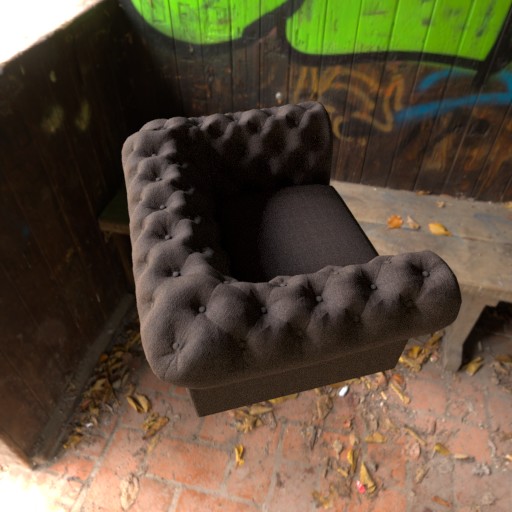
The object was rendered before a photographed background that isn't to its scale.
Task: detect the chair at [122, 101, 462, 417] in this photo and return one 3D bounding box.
[{"bbox_3d":[0.000,0.000,1.853,0.945,0.780,1.298,-11,47,-10],"label":"chair"}]
